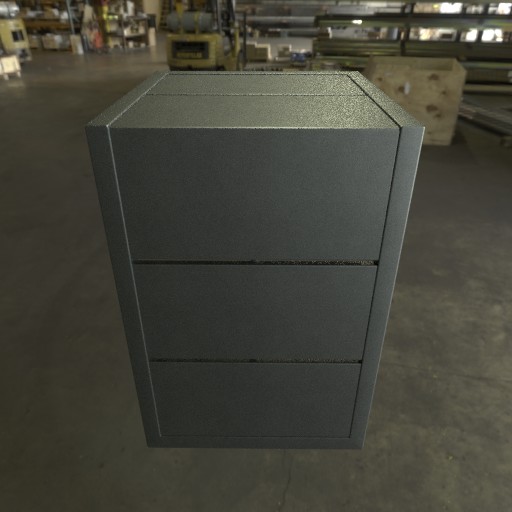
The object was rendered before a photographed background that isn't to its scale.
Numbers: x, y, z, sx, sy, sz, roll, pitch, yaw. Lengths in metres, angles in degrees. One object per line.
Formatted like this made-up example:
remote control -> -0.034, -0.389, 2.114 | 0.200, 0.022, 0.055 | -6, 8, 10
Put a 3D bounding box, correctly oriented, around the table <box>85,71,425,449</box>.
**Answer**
table -> 0.000, 0.000, 0.861 | 0.405, 0.609, 0.420 | 0, 31, 1
